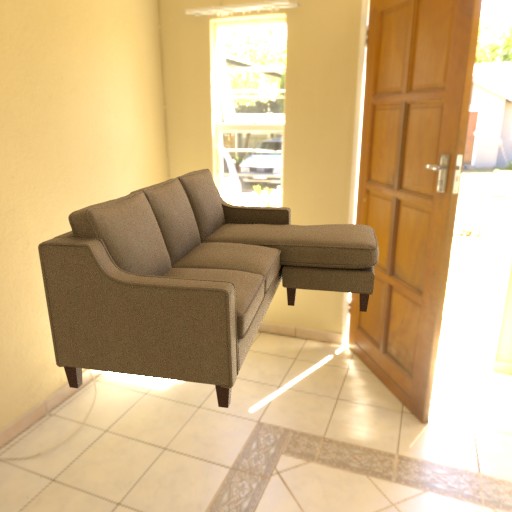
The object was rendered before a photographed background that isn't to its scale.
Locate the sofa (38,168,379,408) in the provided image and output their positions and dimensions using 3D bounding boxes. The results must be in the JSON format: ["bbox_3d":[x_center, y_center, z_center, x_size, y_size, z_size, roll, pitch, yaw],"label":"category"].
[{"bbox_3d":[0.000,0.000,3.321,1.858,1.081,2.317,3,17,11],"label":"sofa"}]
